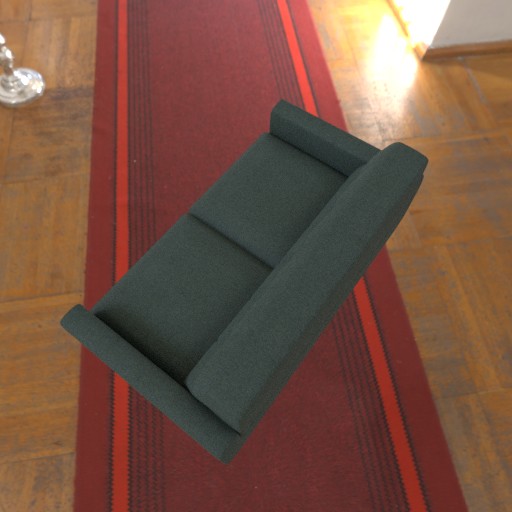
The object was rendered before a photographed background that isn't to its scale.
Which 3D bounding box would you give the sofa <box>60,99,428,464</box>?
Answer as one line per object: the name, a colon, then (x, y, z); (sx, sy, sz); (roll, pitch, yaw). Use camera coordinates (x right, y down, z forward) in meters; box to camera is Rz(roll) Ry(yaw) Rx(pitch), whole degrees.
sofa: (0.000, 0.000, 2.167); (0.909, 0.841, 1.631); (34, 67, 16)
